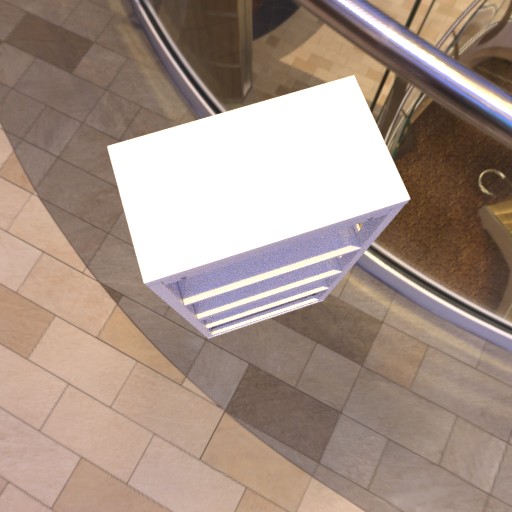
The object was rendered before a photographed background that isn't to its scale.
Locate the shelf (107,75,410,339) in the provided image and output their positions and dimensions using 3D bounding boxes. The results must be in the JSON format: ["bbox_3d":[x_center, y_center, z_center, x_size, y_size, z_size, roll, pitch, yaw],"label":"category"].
[{"bbox_3d":[0.000,0.000,1.679,0.611,1.411,0.340,-18,75,-5],"label":"shelf"}]
